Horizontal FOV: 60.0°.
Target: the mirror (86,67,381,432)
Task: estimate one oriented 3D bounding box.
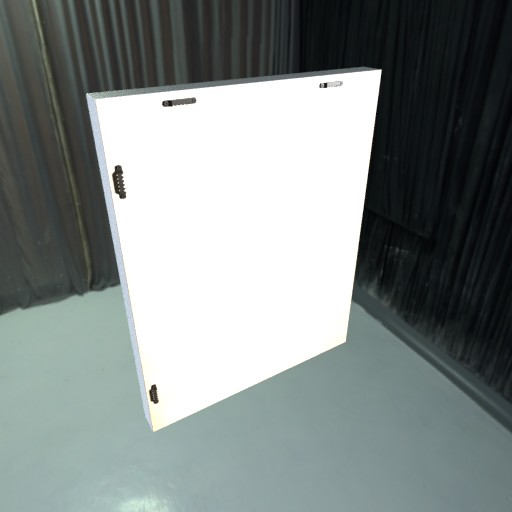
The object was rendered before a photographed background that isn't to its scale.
[{"bbox_3d":[0.000,0.000,0.682,0.406,0.509,0.041,-17,34,-27],"label":"mirror"}]
